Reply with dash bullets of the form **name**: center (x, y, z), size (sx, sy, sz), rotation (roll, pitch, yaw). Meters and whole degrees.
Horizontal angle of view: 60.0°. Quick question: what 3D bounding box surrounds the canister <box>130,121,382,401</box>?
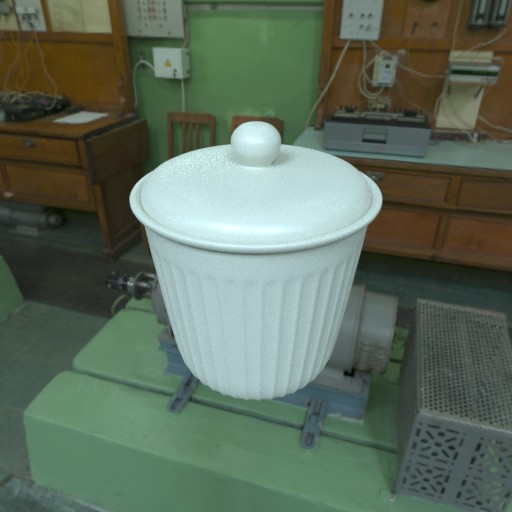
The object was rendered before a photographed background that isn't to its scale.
- **canister**: center (0.000, 0.000, 0.356), size (0.181, 0.211, 0.181), rotation (0, 30, 0)
